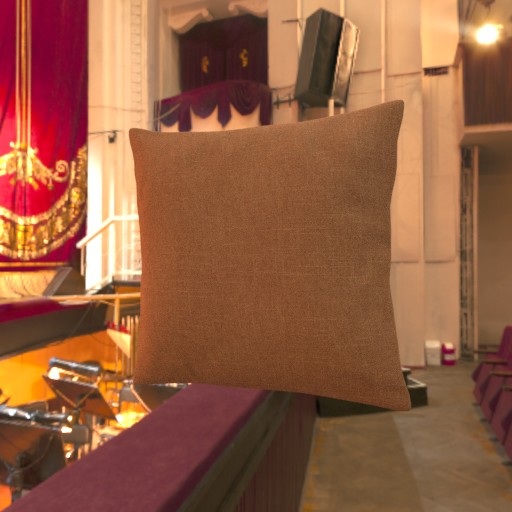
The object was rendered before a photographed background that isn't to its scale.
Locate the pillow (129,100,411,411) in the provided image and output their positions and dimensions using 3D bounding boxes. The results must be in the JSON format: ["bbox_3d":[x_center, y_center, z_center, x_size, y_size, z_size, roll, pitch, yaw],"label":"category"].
[{"bbox_3d":[0.000,0.000,0.796,0.523,0.506,0.166,0,-1,18],"label":"pillow"}]
